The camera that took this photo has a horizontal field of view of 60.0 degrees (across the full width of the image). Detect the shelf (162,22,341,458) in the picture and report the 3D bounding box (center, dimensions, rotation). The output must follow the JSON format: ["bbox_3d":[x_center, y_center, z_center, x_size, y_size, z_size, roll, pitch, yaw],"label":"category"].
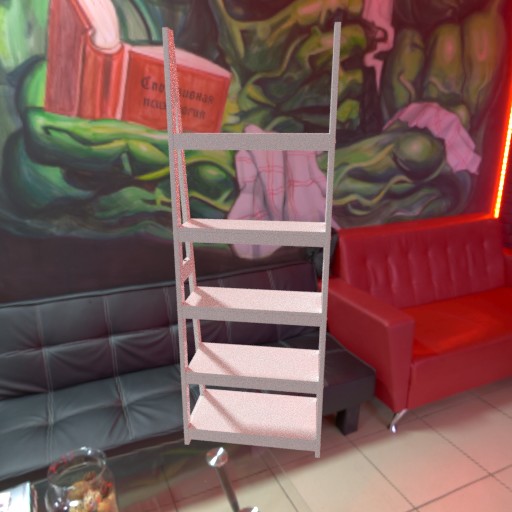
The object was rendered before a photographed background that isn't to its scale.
[{"bbox_3d":[0.000,0.000,1.958,0.636,1.779,0.341,2,17,8],"label":"shelf"}]
